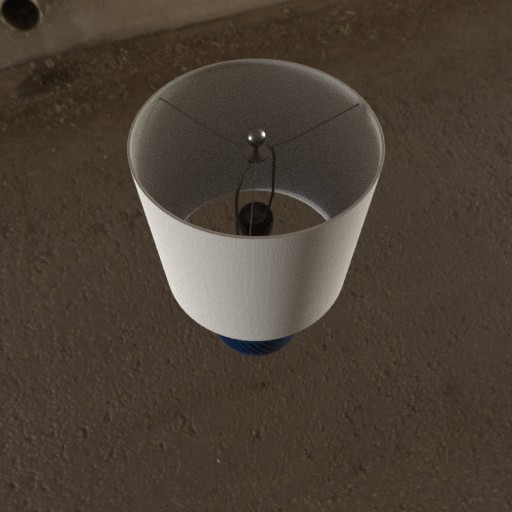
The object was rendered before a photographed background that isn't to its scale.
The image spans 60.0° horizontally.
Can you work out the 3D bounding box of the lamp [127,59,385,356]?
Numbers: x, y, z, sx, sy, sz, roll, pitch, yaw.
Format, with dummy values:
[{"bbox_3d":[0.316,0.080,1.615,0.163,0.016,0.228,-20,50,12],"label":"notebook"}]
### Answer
[{"bbox_3d":[0.000,0.000,0.503,0.203,0.368,0.203,28,61,17],"label":"lamp"}]
